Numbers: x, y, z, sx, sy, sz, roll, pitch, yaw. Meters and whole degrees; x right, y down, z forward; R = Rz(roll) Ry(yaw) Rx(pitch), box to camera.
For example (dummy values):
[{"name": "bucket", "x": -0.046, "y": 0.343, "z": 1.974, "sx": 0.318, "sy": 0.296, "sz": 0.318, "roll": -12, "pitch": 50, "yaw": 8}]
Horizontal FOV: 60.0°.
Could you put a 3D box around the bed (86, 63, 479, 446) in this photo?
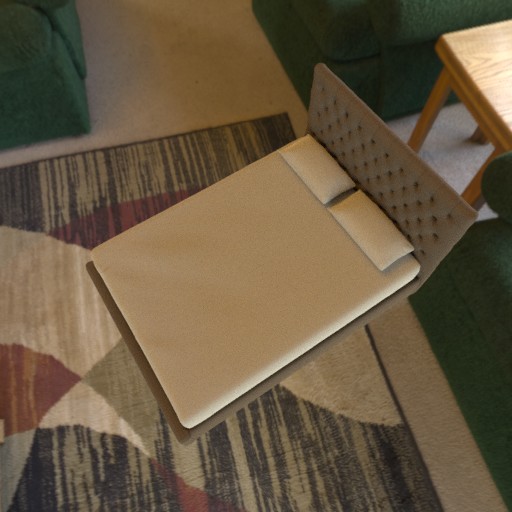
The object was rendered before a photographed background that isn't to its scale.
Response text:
[{"name": "bed", "x": 0.000, "y": 0.000, "z": 3.479, "sx": 2.387, "sy": 1.427, "sz": 1.698, "roll": -30, "pitch": 67, "yaw": -14}]
